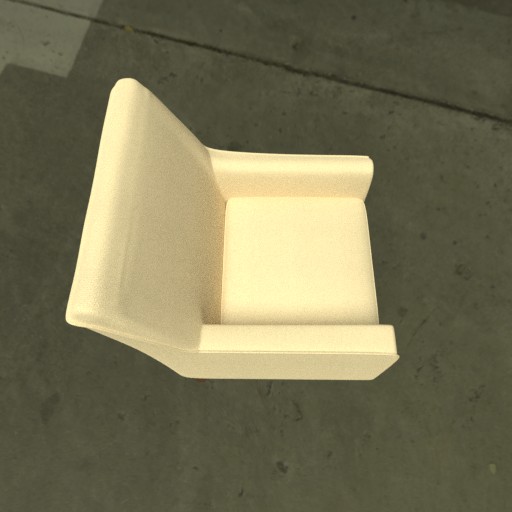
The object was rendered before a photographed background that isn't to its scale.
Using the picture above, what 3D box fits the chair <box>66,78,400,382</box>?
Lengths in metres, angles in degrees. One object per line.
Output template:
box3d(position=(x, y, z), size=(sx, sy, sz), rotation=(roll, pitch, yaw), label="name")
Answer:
box3d(position=(0.000, 0.000, 1.591), size=(0.899, 0.919, 0.780), rotation=(0, 64, 0), label="chair")
